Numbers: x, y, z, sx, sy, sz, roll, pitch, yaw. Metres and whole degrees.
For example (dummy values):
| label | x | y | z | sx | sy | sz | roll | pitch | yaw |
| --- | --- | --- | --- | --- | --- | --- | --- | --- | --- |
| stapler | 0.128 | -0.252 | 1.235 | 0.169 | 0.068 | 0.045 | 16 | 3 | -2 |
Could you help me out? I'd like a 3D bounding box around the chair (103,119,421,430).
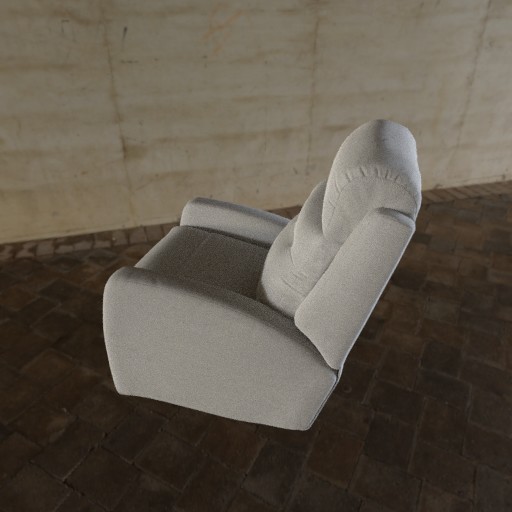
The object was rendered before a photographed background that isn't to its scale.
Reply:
| label | x | y | z | sx | sy | sz | roll | pitch | yaw |
| --- | --- | --- | --- | --- | --- | --- | --- | --- | --- |
| chair | 0.000 | 0.000 | 1.696 | 1.043 | 1.013 | 0.798 | 8 | 31 | 13 |
